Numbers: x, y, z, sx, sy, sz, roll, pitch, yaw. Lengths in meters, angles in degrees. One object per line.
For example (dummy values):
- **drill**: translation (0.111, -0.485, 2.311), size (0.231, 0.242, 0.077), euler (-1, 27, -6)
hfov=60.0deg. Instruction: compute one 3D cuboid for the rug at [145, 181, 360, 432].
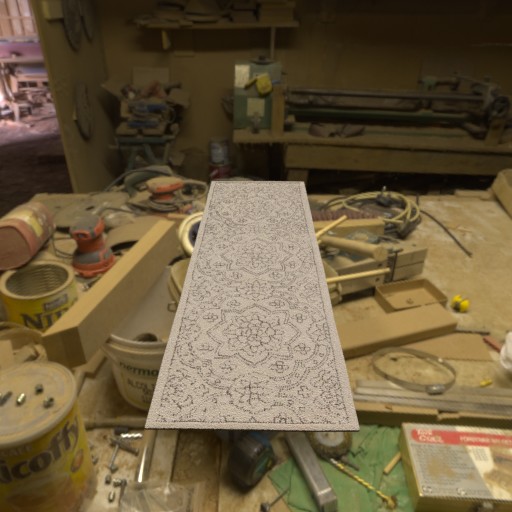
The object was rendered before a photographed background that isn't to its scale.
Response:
- **rug**: translation (0.000, 0.000, 2.623), size (0.769, 0.012, 2.448), euler (0, 30, 1)
